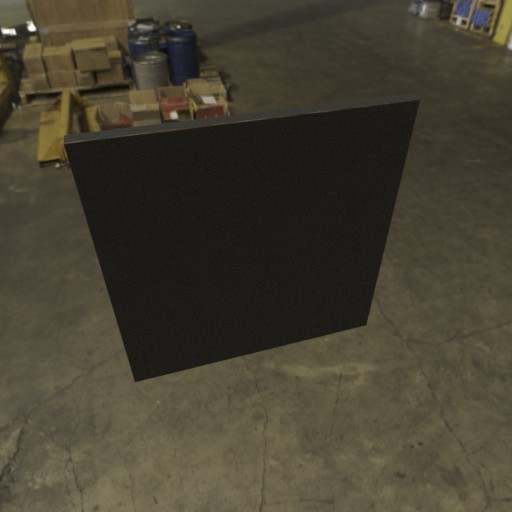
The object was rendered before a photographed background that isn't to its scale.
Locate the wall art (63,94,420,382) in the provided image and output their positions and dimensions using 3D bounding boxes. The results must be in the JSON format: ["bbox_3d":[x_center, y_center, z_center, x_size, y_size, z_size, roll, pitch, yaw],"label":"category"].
[{"bbox_3d":[0.000,0.000,1.169,0.762,0.762,0.038,-11,41,-13],"label":"wall art"}]
